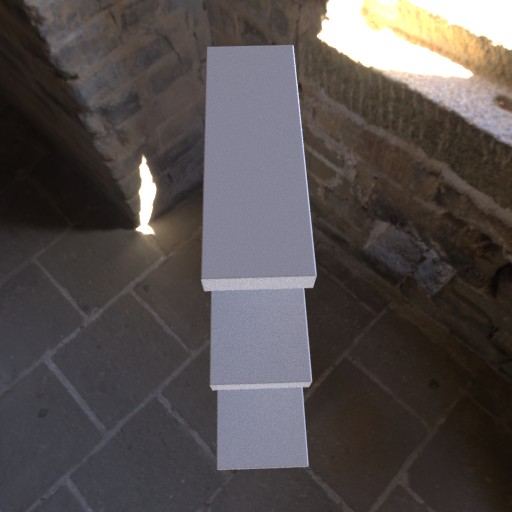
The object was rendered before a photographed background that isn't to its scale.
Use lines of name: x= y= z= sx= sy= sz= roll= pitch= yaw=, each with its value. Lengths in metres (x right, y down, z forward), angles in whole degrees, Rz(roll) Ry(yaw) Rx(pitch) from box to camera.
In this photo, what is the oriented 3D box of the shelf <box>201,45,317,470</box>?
shelf: x=0.000 y=0.000 z=0.709 sx=0.140 sy=0.293 sz=0.610 roll=-2 pitch=64 yaw=-1
